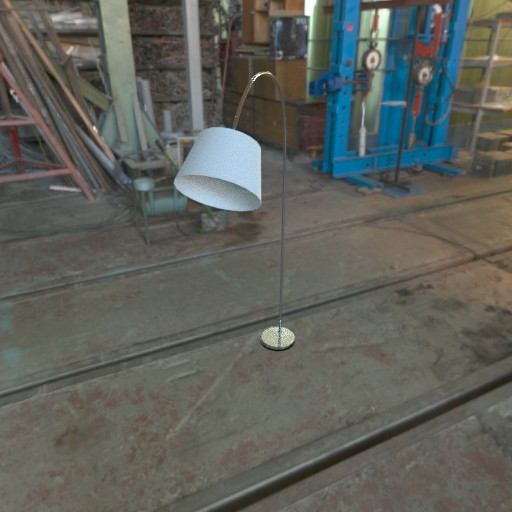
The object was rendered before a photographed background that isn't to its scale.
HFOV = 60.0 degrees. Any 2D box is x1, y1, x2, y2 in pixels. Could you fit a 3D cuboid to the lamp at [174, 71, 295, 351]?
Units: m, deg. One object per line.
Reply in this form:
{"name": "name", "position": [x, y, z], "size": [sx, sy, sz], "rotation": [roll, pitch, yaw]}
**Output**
{"name": "lamp", "position": [0.000, 0.000, 2.742], "size": [0.406, 2.098, 1.445], "rotation": [8, 27, 16]}
